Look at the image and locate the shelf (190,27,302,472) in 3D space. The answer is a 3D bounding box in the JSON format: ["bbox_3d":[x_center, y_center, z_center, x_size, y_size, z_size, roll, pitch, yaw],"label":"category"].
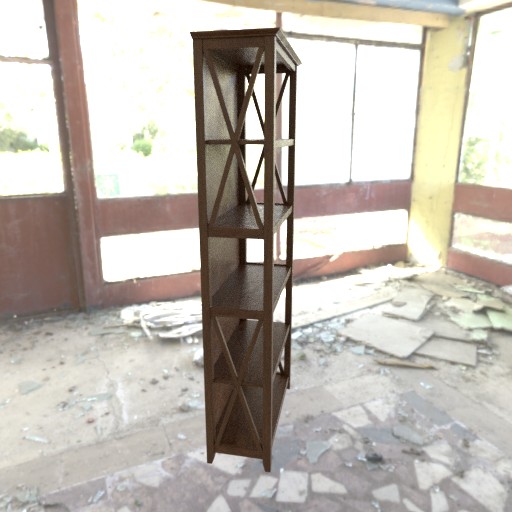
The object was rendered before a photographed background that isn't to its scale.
[{"bbox_3d":[0.000,0.000,2.225,0.335,1.905,0.805,3,16,11],"label":"shelf"}]
